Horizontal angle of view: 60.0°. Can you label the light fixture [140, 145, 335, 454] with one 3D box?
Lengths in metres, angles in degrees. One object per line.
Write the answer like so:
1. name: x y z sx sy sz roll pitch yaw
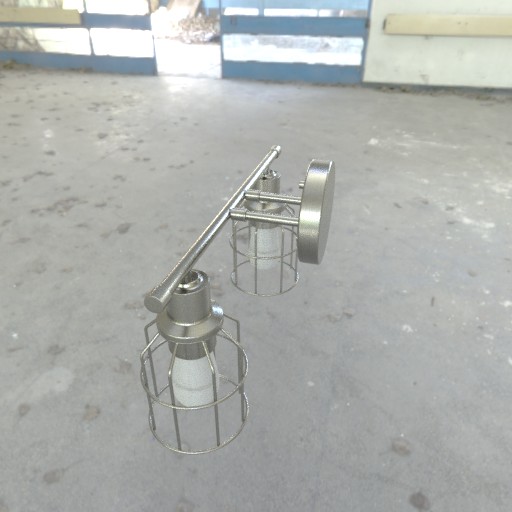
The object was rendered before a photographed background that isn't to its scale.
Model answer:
1. light fixture: 0.000 0.000 0.549 0.165 0.254 0.406 8 32 14
